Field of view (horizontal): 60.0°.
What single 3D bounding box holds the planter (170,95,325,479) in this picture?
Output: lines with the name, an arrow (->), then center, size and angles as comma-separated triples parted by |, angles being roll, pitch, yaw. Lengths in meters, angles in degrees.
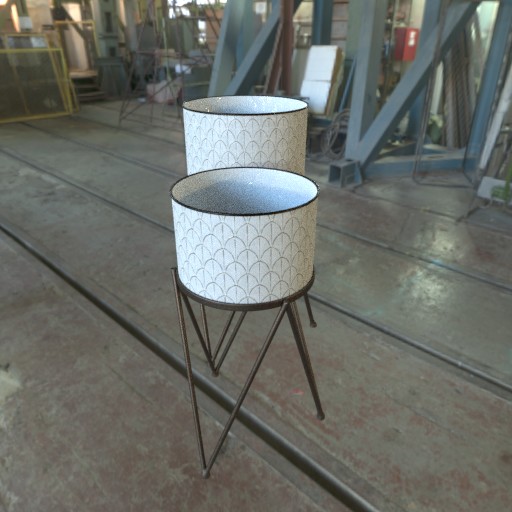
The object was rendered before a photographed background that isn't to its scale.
planter -> 0.000, 0.000, 1.159 | 0.413, 0.712, 0.769 | 0, 27, -1
